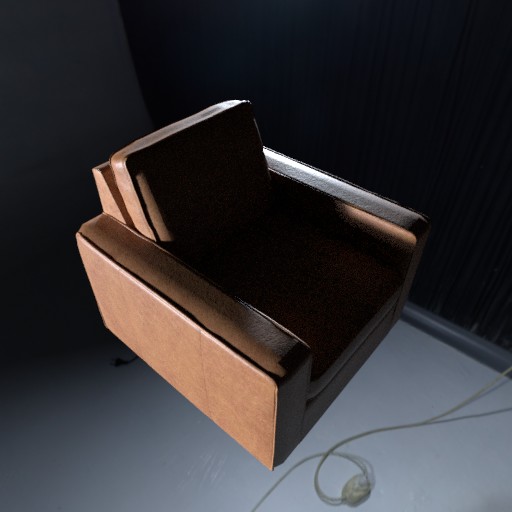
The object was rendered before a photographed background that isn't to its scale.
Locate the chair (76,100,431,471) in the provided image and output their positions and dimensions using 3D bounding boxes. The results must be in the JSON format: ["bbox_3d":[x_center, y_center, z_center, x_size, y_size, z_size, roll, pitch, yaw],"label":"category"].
[{"bbox_3d":[0.000,0.000,1.737,1.027,0.901,0.987,28,49,27],"label":"chair"}]
